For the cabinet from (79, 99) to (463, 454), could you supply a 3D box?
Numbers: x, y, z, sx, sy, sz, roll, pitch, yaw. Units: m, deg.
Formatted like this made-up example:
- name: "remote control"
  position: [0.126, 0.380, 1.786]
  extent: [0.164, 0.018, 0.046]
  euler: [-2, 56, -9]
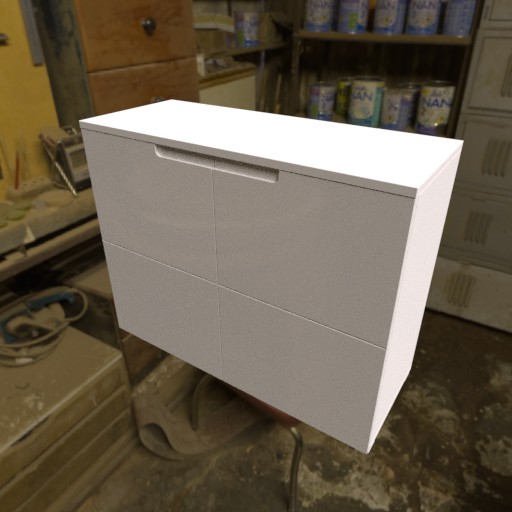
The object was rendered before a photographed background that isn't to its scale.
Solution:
- name: "cabinet"
  position: [0.000, 0.000, 1.419]
  extent: [1.000, 0.800, 0.400]
  euler: [18, 34, 29]
